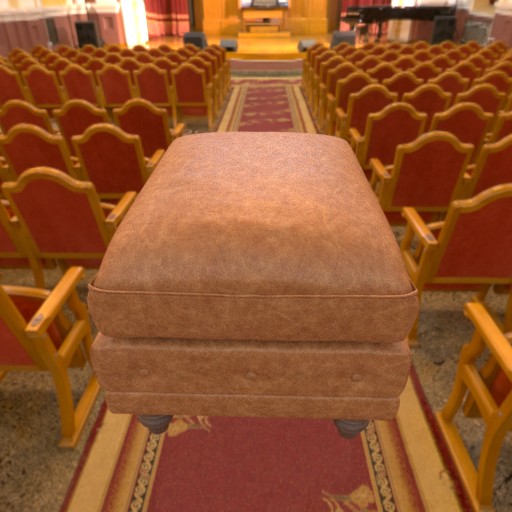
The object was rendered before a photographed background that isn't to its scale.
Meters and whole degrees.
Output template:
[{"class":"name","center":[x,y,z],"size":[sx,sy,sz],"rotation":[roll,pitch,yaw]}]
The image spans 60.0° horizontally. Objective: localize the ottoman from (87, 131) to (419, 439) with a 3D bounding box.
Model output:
[{"class":"ottoman","center":[0.000,0.000,1.029],"size":[0.533,0.480,0.710],"rotation":[1,31,1]}]
